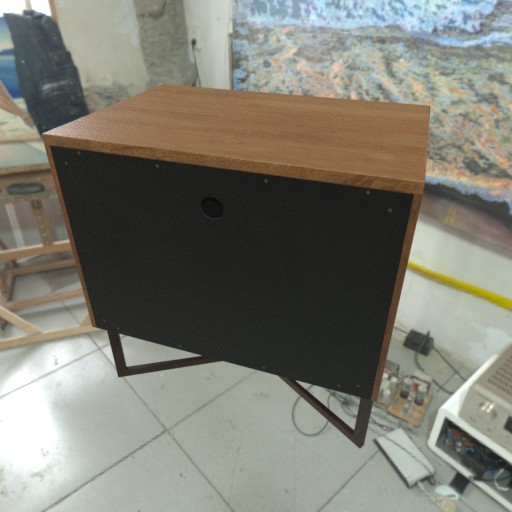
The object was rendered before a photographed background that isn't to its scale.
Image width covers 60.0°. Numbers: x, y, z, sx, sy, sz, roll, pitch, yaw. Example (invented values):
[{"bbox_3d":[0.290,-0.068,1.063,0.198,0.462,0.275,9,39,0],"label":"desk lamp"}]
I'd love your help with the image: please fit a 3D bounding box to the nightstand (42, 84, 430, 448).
[{"bbox_3d":[0.000,0.000,0.993,0.613,0.615,0.427,11,34,16],"label":"nightstand"}]
